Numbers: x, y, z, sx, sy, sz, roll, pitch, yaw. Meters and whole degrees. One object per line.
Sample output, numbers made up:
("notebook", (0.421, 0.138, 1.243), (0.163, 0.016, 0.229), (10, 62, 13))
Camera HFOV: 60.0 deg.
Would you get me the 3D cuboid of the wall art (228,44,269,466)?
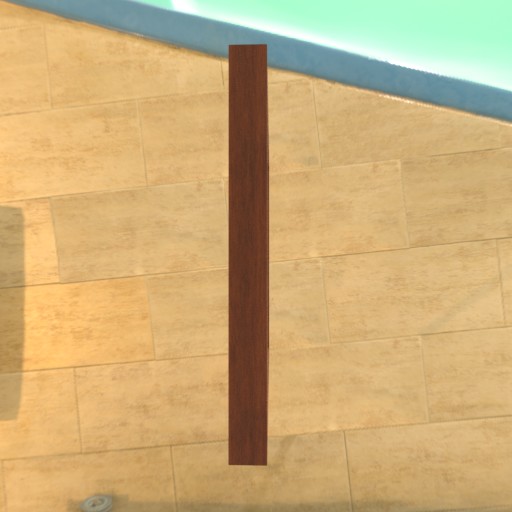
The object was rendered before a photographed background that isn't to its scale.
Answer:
("wall art", (0.000, 0.000, 0.538), (0.030, 0.381, 0.330), (0, 90, 2))
